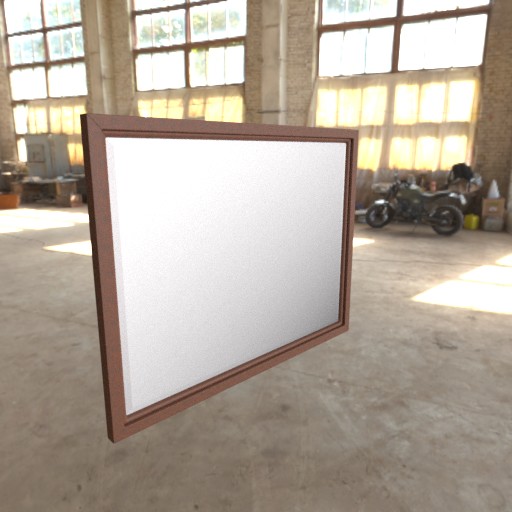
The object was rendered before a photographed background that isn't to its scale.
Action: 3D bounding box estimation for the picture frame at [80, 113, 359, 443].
[{"bbox_3d":[0.000,0.000,1.780,1.329,1.018,0.045,-13,18,-43],"label":"picture frame"}]
